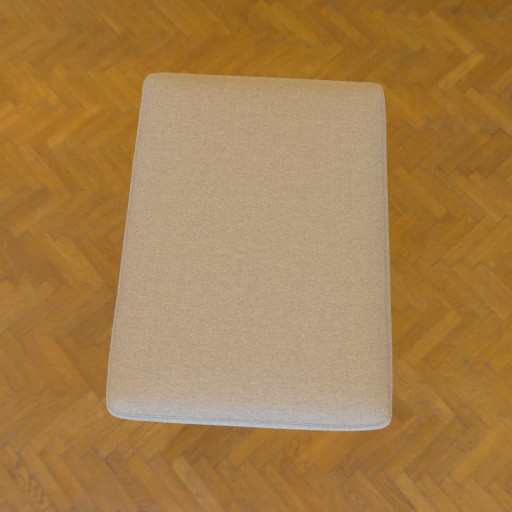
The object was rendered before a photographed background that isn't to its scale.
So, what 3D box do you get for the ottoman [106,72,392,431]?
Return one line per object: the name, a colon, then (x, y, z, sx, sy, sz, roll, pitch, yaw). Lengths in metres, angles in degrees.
ottoman: (0.000, 0.000, 1.120, 0.574, 0.497, 0.773, 3, 76, 1)
